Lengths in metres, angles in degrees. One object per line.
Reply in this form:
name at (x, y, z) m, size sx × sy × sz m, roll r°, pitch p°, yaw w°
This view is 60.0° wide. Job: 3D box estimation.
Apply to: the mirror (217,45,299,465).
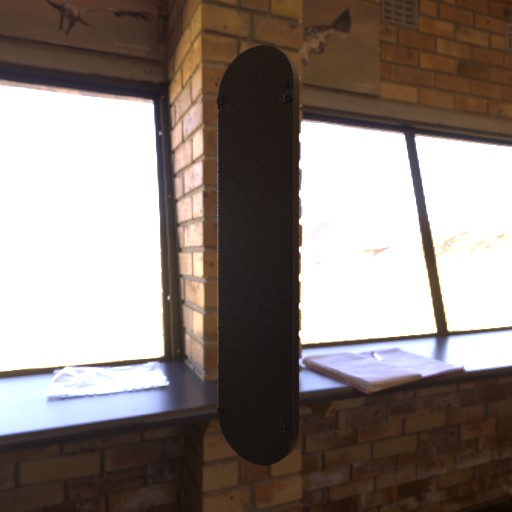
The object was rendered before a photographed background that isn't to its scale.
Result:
mirror at (0.000, 0.000, 1.063) m, size 0.222 × 0.991 × 0.032 m, roll 0°, pitch 1°, yaw 36°
